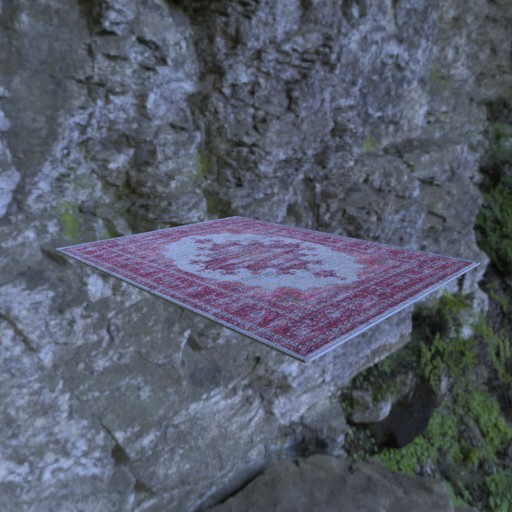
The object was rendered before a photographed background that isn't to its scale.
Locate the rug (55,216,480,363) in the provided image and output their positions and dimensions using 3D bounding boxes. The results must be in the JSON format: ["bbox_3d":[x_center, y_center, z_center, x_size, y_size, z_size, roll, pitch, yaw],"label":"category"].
[{"bbox_3d":[0.000,0.000,4.101,3.123,0.017,2.447,15,22,43],"label":"rug"}]
